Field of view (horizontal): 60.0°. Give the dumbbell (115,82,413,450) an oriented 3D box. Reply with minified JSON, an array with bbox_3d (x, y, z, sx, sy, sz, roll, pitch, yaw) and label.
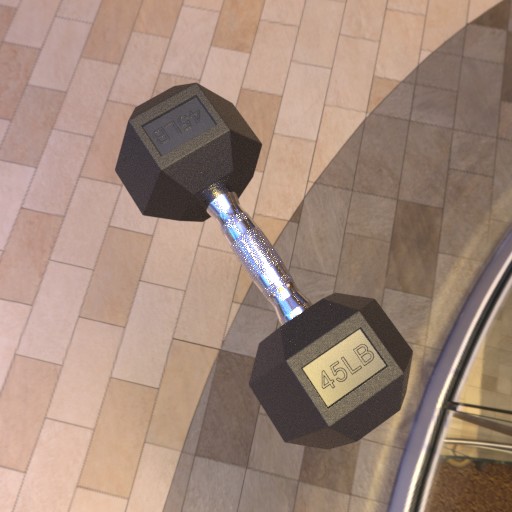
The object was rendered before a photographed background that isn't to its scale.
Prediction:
[{"bbox_3d":[0.000,0.000,0.425,0.141,0.123,0.356,-32,78,-8],"label":"dumbbell"}]
